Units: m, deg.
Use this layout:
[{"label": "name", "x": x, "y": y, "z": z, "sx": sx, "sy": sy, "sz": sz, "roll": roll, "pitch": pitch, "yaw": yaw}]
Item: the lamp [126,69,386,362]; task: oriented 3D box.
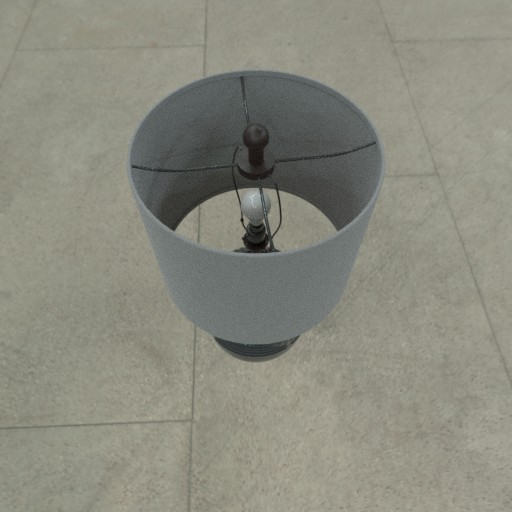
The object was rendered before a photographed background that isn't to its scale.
[{"label": "lamp", "x": 0.000, "y": 0.000, "z": 0.759, "sx": 0.318, "sy": 0.567, "sz": 0.318, "roll": 0, "pitch": 58, "yaw": 0}]
